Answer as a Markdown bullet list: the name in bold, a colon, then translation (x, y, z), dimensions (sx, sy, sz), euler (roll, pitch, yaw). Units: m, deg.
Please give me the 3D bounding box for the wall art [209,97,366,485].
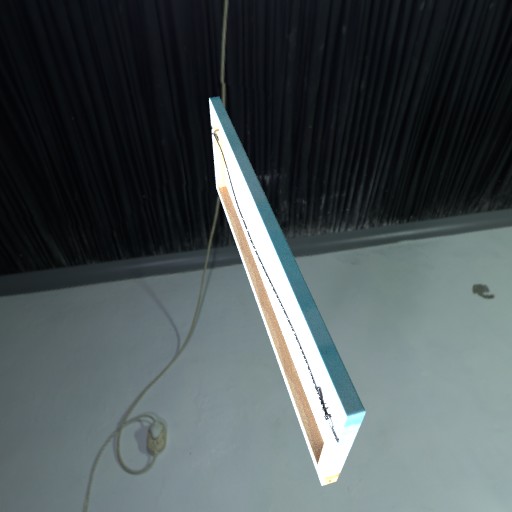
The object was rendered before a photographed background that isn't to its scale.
- **wall art**: translation (0.000, 0.000, 0.832), dimensions (0.044, 0.254, 0.759), euler (-12, 48, -11)
